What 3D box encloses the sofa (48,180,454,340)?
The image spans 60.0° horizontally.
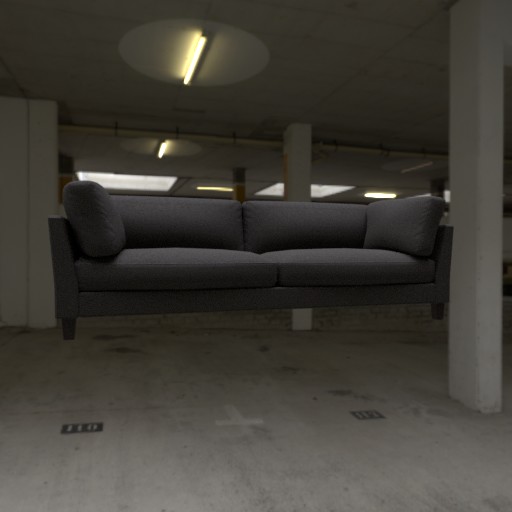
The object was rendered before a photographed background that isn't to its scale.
[{"bbox_3d":[0.000,0.000,2.832,2.312,0.792,0.969,0,0,-17],"label":"sofa"}]
